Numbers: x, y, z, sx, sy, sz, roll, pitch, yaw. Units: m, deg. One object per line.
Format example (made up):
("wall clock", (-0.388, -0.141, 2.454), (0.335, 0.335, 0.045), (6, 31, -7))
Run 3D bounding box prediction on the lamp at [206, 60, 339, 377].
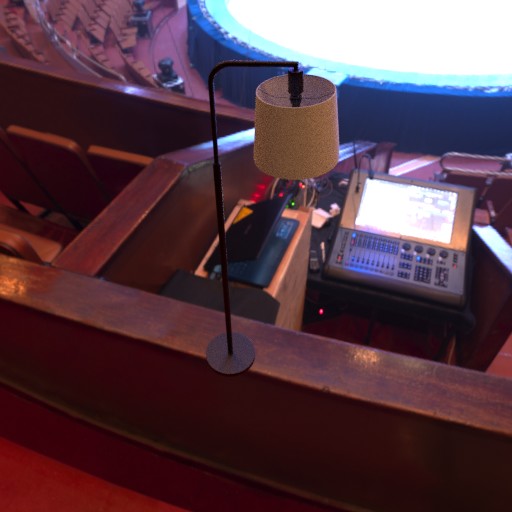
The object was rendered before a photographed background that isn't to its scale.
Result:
("lamp", (0.000, 0.000, 1.689), (0.508, 1.478, 0.254), (10, 46, 9))
